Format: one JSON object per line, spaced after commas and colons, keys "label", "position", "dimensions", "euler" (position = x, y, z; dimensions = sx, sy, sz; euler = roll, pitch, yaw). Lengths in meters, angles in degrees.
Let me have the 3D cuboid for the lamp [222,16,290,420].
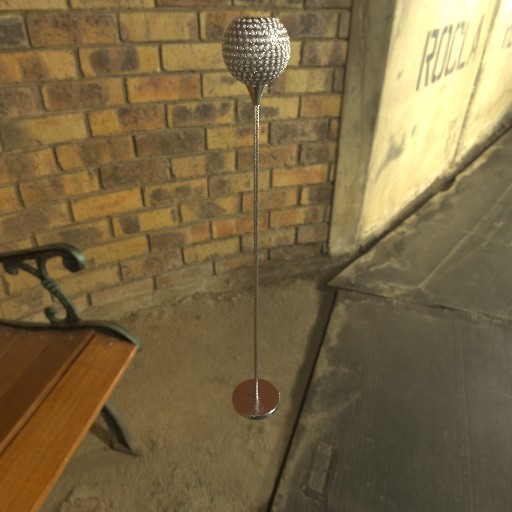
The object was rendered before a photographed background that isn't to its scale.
{"label": "lamp", "position": [0.000, 0.000, 1.900], "dimensions": [0.254, 1.805, 0.254], "euler": [0, 31, 0]}
